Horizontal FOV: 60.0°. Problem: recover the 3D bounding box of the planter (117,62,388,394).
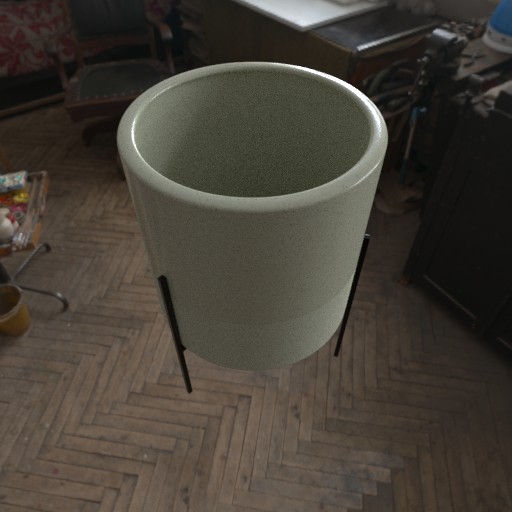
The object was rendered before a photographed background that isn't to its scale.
[{"bbox_3d":[0.000,0.000,0.696,0.323,0.475,0.314,11,49,10],"label":"planter"}]
